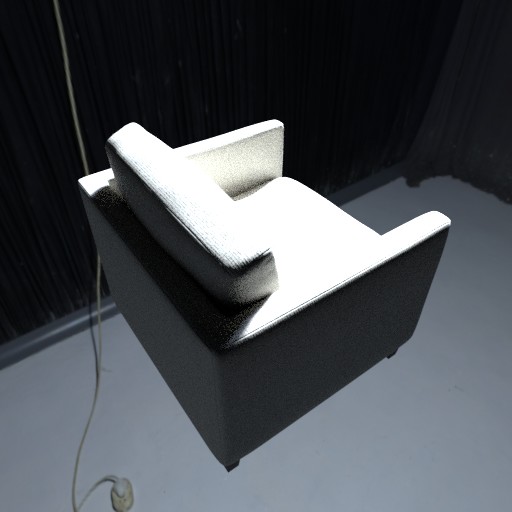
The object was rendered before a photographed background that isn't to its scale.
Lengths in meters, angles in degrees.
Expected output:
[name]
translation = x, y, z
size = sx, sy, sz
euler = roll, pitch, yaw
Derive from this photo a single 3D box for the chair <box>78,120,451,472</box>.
[chair]
translation = 0.000, 0.000, 1.700
size = 0.959, 0.919, 0.996
euler = -25, 47, -26
